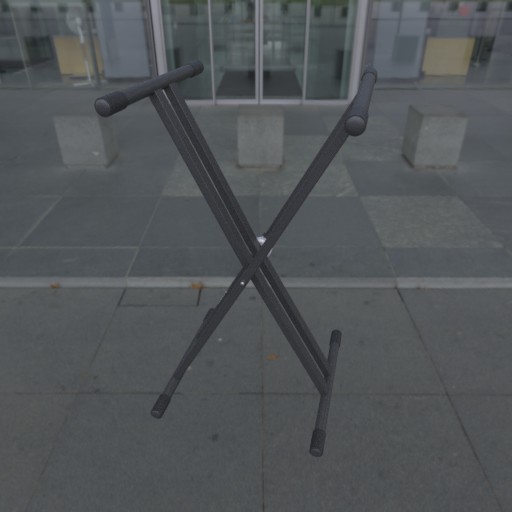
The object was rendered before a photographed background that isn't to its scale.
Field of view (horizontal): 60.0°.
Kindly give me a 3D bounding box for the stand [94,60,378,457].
[{"bbox_3d":[0.000,0.000,1.201,0.503,0.900,0.495,8,33,13],"label":"stand"}]
